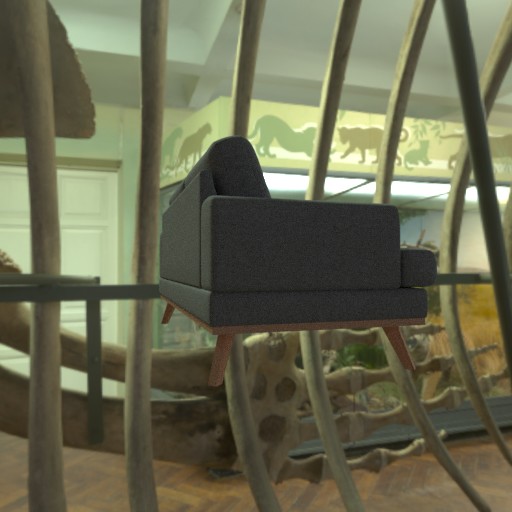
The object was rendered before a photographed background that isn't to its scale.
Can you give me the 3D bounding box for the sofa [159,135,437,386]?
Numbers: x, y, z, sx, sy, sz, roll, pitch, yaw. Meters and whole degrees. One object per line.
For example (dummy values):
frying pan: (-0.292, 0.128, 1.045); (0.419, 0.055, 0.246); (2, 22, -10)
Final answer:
sofa: (0.000, 0.000, 2.153); (0.785, 0.810, 1.650); (0, -1, -17)
